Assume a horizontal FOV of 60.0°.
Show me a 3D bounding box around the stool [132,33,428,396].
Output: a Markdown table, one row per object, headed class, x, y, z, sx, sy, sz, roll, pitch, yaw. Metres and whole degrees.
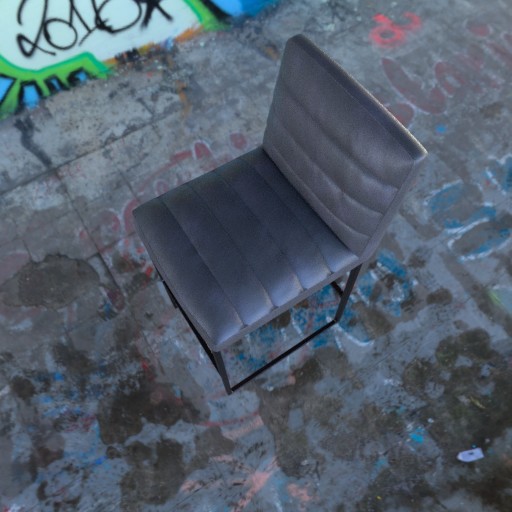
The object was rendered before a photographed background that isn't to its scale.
| class | x | y | z | sx | sy | sz | roll | pitch | yaw |
| --- | --- | --- | --- | --- | --- | --- | --- | --- | --- |
| stool | 0.000 | 0.000 | 1.360 | 0.562 | 1.065 | 0.463 | -31 | 67 | -14 |
